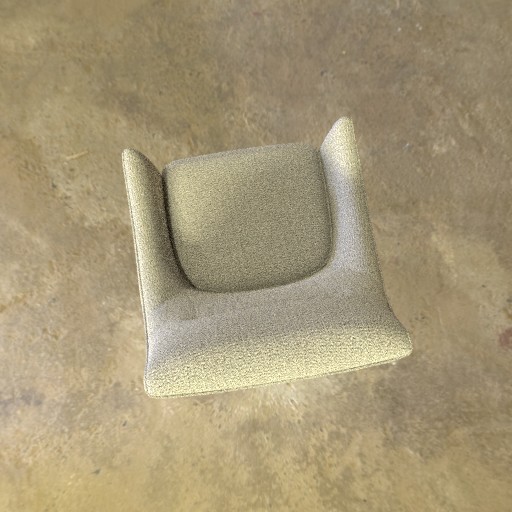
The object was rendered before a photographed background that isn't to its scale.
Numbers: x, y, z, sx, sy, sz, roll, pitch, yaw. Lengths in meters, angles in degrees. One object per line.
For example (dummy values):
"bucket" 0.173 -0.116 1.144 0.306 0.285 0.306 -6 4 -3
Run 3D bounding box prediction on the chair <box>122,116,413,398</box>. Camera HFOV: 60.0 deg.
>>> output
"chair" 0.000 0.000 1.471 0.762 0.838 0.787 -9 77 -2
